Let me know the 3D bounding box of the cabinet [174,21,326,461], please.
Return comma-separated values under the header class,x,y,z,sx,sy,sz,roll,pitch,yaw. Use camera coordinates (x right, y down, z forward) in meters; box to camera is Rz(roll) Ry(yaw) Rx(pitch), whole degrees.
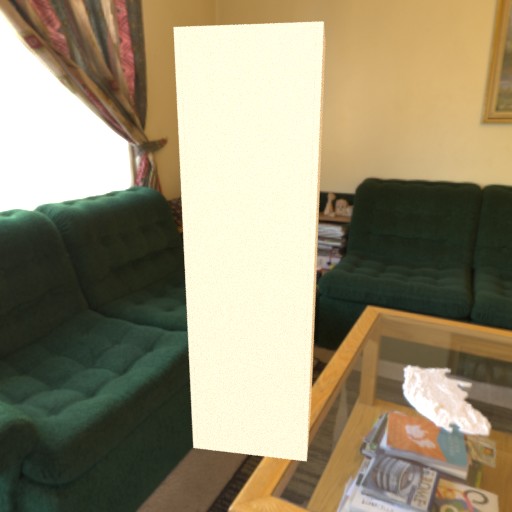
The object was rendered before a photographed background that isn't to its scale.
class,x,y,z,sx,sy,sz,roll,pitch,yaw
cabinet,0.000,0.000,1.492,0.400,1.350,0.300,3,17,9
